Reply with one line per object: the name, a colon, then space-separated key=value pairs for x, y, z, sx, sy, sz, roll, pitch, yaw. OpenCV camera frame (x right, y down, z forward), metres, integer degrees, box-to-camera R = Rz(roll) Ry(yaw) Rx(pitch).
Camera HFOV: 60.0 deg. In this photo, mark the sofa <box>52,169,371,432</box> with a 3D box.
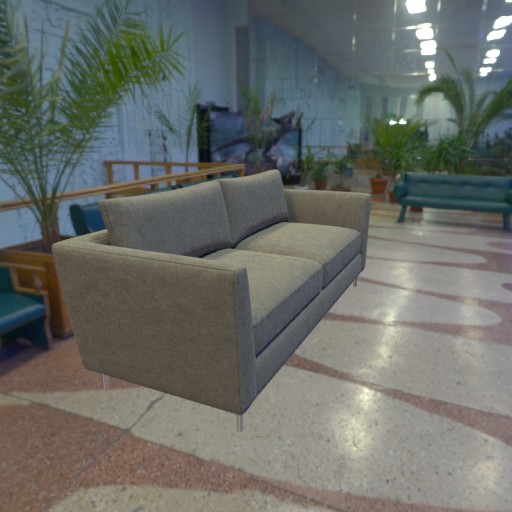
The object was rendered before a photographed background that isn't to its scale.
sofa: x=0.000 y=0.000 z=2.597 sx=0.889 sy=0.864 sz=2.121 roll=7 pitch=17 yaw=25
